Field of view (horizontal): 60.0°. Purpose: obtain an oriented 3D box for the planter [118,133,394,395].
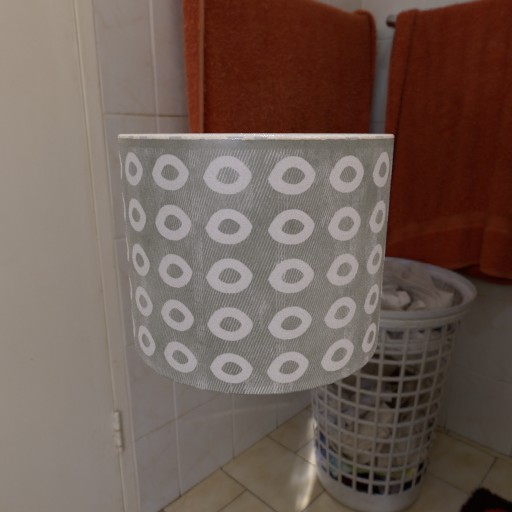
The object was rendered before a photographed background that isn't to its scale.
[{"bbox_3d":[0.000,0.000,0.342,0.190,0.181,0.190,0,16,0],"label":"planter"}]
